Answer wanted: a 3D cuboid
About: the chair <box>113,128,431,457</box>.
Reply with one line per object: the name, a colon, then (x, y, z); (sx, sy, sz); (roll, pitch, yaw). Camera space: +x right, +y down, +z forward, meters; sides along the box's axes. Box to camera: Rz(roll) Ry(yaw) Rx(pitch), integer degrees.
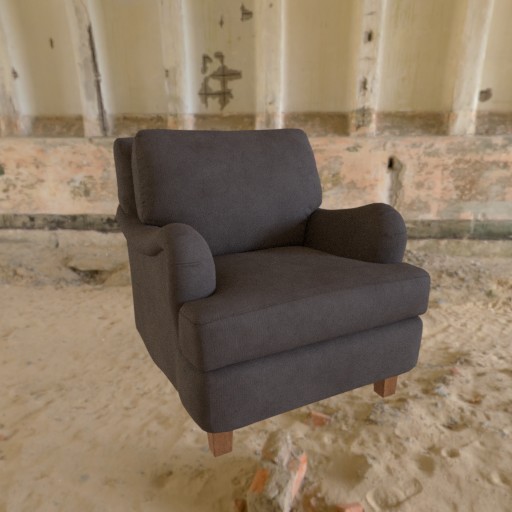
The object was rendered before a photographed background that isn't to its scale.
chair: (0.000, 0.000, 1.810); (0.955, 0.997, 1.070); (-8, 18, -26)
